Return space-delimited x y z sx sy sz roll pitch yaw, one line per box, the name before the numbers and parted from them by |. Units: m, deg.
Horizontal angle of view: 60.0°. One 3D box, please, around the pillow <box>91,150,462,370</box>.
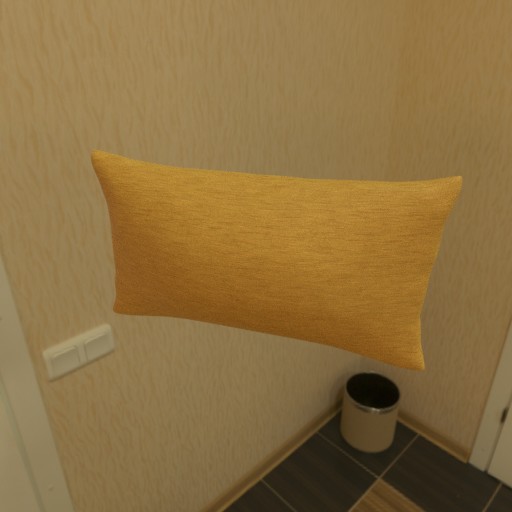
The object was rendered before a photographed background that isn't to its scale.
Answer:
pillow | 0.000 0.000 0.805 0.634 0.354 0.210 8 27 15
